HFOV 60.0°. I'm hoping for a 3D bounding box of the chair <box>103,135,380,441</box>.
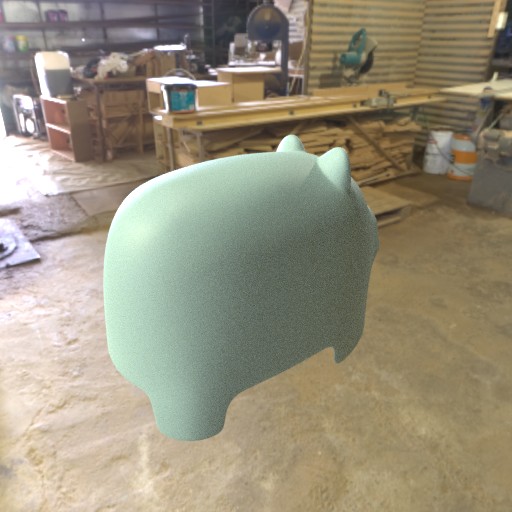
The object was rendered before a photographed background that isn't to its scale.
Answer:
[{"bbox_3d":[0.000,0.000,0.893,0.619,0.423,0.364,-18,32,-31],"label":"chair"}]
